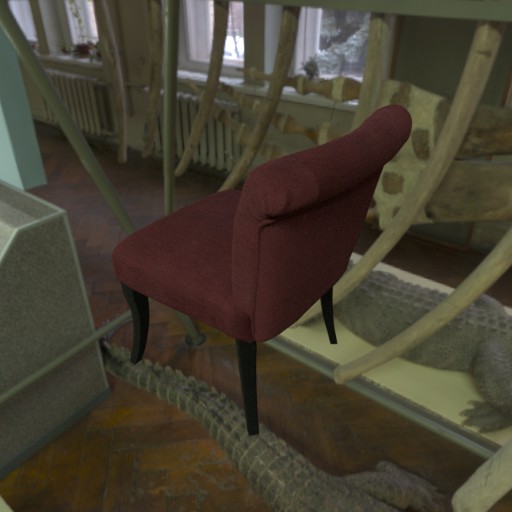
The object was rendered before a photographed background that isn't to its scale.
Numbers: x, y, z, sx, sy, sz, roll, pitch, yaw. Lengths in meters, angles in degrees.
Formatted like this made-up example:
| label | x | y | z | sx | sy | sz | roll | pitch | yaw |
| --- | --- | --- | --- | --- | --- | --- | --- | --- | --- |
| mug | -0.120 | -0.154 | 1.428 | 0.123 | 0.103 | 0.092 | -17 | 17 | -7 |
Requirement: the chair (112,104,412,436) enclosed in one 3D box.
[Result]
| label | x | y | z | sx | sy | sz | roll | pitch | yaw |
| --- | --- | --- | --- | --- | --- | --- | --- | --- | --- |
| chair | 0.000 | 0.000 | 1.182 | 0.605 | 0.750 | 0.582 | 21 | 38 | 31 |
